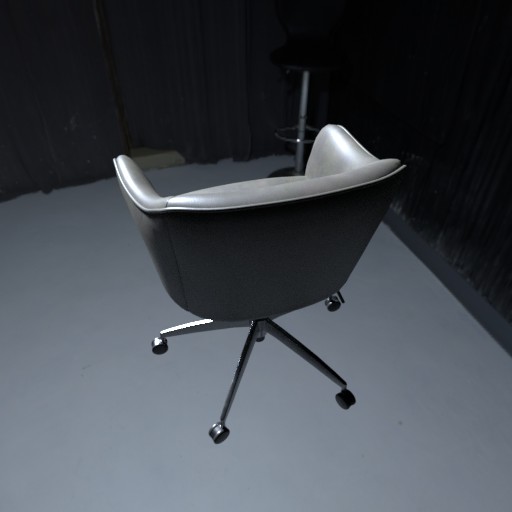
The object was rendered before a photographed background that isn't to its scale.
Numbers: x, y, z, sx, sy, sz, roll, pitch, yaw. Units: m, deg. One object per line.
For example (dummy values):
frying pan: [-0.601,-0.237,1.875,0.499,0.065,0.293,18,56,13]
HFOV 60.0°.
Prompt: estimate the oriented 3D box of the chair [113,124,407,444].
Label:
chair: [0.000,0.000,1.309,0.713,0.827,0.689,-12,43,-13]
